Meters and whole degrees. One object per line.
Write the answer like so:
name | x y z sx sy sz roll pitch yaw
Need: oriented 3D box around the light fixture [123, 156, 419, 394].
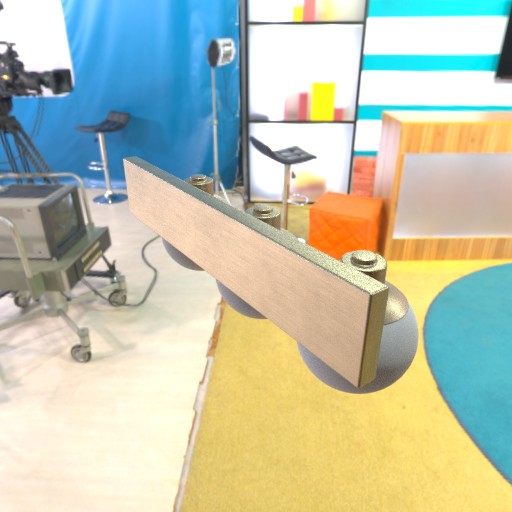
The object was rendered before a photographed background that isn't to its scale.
light fixture | 0.000 0.000 0.847 0.218 0.263 0.721 -18 32 -32
